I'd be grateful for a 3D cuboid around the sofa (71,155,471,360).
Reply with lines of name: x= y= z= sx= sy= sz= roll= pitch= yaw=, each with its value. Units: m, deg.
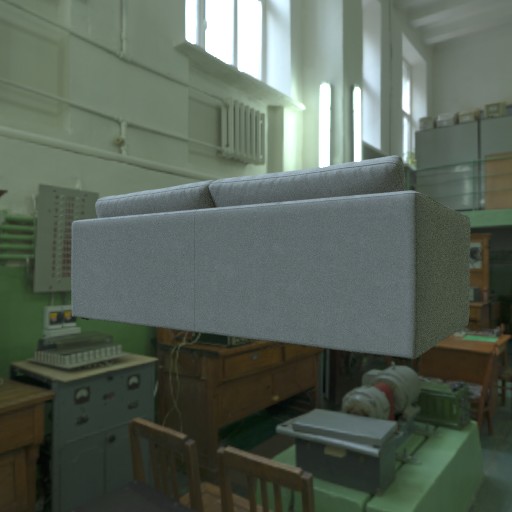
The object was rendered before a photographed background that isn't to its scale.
sofa: x=0.000 y=0.000 z=2.724 sx=2.588 sy=0.838 sz=1.090 roll=0 pitch=-1 yaw=35
